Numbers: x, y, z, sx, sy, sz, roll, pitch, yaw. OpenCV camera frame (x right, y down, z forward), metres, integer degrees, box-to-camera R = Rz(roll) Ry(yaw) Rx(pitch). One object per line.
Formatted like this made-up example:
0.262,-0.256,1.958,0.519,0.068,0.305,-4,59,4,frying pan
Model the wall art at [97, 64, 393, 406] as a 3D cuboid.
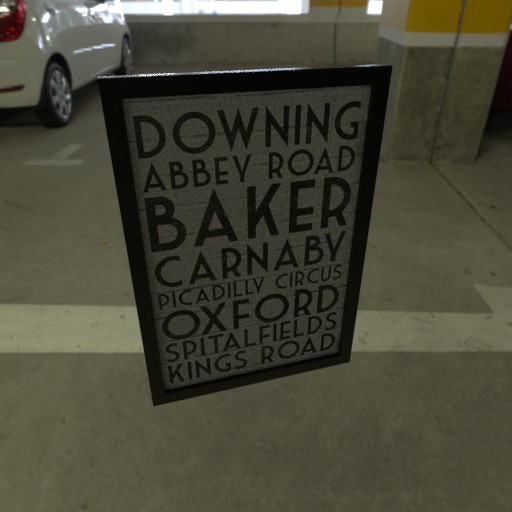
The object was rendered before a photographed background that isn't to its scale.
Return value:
0.000,0.000,0.554,0.304,0.432,0.013,-9,32,-14,wall art
